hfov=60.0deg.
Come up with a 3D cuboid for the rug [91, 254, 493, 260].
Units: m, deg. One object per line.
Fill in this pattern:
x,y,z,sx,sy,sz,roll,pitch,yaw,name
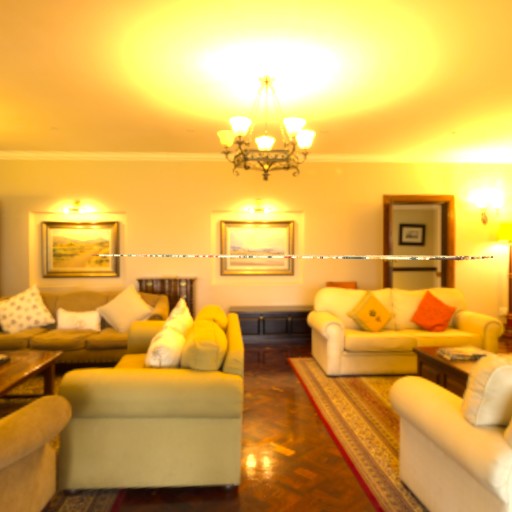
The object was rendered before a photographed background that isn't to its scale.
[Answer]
0.000,0.000,2.927,2.682,0.015,0.763,0,1,38,rug
